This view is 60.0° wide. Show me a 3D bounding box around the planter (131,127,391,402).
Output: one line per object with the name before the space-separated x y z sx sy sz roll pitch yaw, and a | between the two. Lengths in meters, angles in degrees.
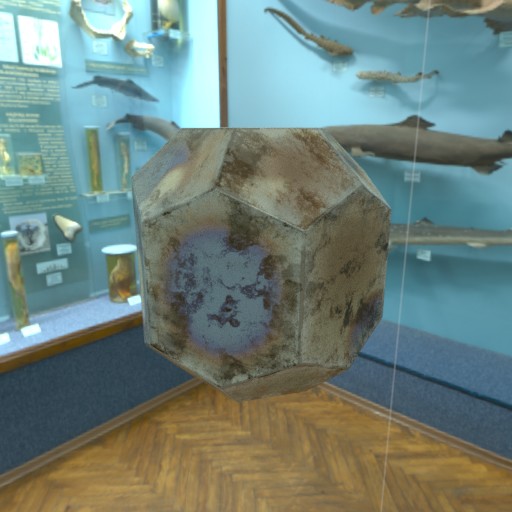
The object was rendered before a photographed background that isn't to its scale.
planter | 0.000 0.000 0.428 0.221 0.238 0.243 15 22 42
